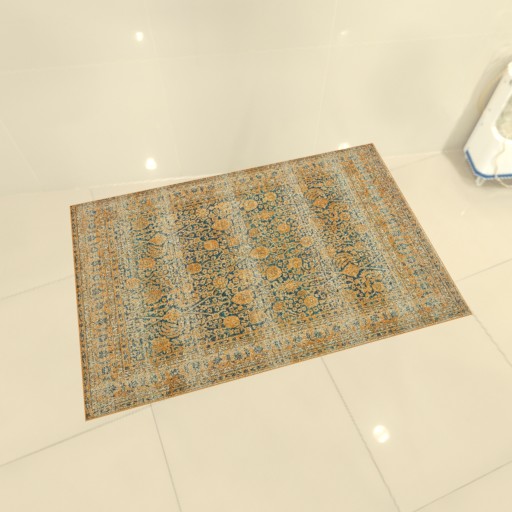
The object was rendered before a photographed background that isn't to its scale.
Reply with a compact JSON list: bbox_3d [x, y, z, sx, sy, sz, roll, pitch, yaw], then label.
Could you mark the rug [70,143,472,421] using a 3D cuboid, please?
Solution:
[{"bbox_3d":[0.000,0.000,2.942,2.336,0.007,1.525,-13,59,-8],"label":"rug"}]
